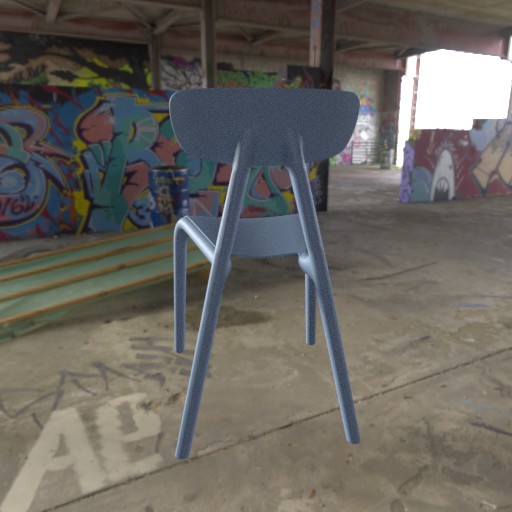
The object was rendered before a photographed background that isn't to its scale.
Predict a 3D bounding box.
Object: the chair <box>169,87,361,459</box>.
[{"bbox_3d":[0.000,0.000,0.862,0.356,0.580,0.401,-2,15,-7],"label":"chair"}]
